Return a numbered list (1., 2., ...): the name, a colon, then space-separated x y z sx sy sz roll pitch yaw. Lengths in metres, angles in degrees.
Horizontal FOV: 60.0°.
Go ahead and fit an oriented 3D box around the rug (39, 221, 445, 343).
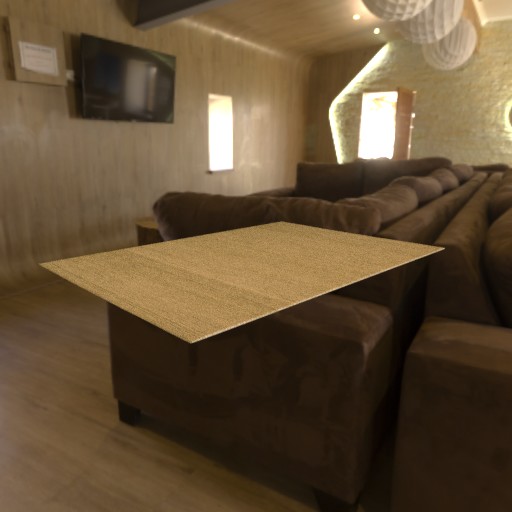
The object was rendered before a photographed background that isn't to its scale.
1. rug: 0.000 0.000 5.209 3.935 0.025 2.782 -13 19 -43
